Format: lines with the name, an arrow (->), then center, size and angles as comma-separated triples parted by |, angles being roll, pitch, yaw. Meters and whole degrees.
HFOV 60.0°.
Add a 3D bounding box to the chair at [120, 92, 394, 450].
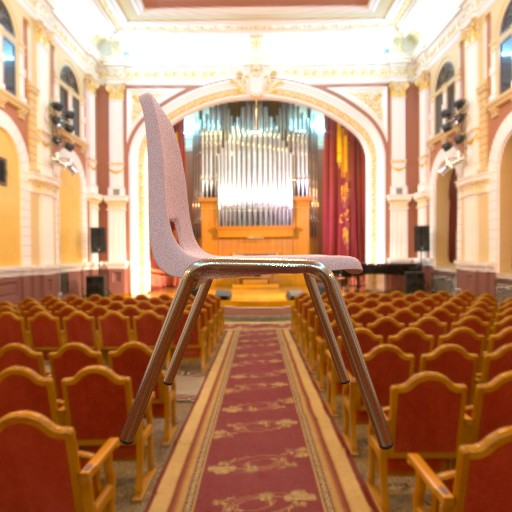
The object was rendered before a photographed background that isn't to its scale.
chair -> 0.000, 0.000, 0.843 | 0.423, 0.586, 0.354 | 0, 0, 1
